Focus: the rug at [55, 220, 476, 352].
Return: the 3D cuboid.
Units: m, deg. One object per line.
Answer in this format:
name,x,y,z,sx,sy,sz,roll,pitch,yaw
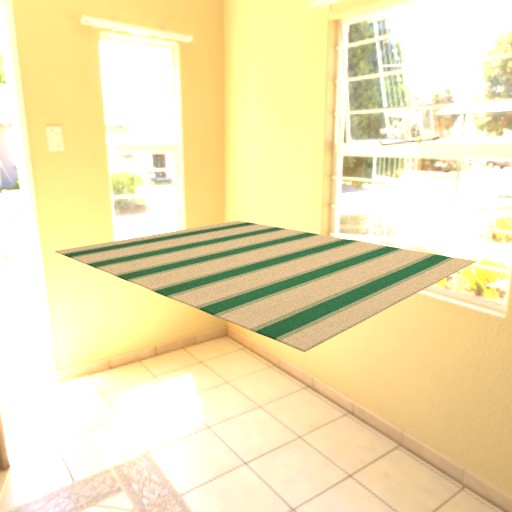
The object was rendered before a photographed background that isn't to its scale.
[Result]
rug,0.000,0.000,4.078,3.041,0.019,2.434,13,19,43
